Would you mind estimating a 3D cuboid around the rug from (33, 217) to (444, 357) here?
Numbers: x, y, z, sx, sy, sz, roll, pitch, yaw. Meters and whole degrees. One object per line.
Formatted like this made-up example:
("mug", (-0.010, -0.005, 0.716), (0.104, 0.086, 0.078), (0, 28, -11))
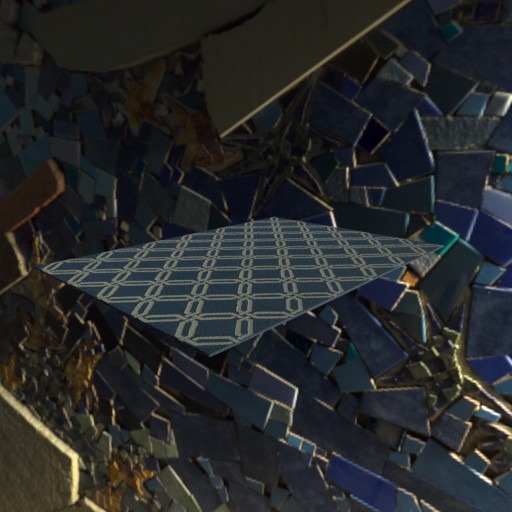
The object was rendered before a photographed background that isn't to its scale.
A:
("rug", (0.000, 0.000, 4.409), (2.432, 0.018, 3.342), (14, 21, 41))
